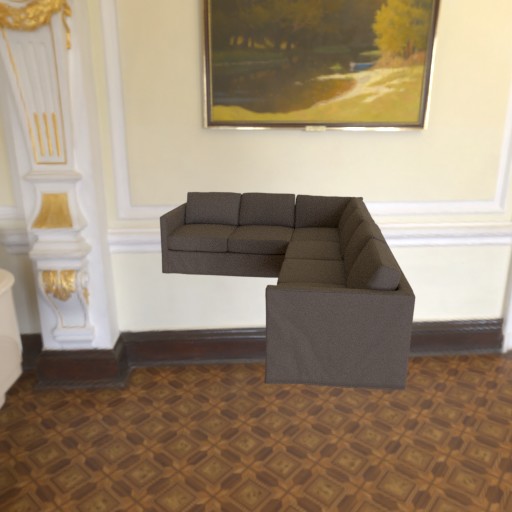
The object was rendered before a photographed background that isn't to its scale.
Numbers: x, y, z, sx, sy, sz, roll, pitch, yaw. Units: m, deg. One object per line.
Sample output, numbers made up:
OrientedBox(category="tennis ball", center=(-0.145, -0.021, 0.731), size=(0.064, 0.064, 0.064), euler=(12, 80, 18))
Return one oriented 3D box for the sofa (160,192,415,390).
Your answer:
OrientedBox(category="sofa", center=(0.000, 0.000, 4.421), size=(2.432, 0.871, 3.182), euler=(2, 16, 8))
